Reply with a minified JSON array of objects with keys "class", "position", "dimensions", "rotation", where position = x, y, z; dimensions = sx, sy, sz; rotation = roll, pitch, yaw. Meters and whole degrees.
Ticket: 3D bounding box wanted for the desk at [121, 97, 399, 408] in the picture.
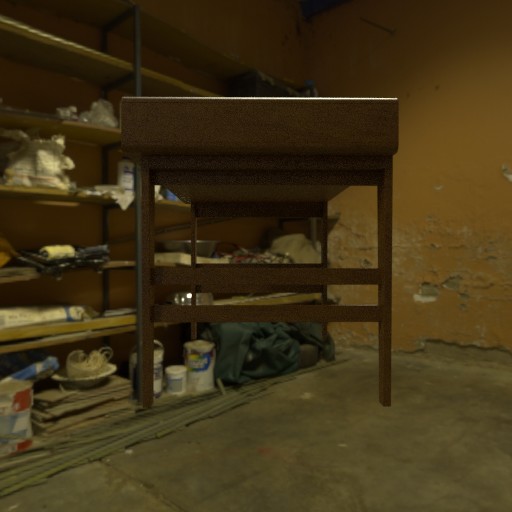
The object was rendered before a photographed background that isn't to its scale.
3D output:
[{"class":"desk","position":[0.000,0.000,1.578],"dimensions":[0.660,0.754,1.066],"rotation":[0,0,-1]}]
